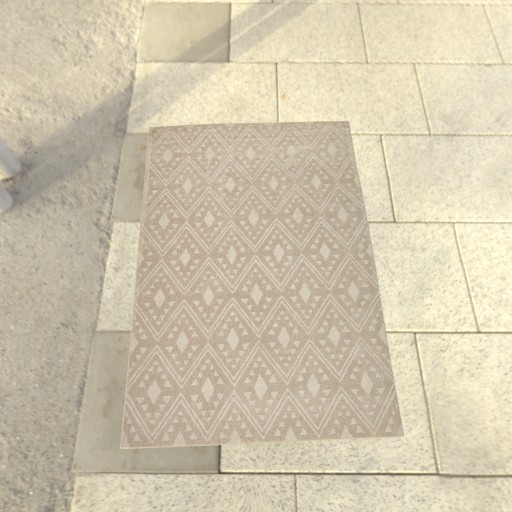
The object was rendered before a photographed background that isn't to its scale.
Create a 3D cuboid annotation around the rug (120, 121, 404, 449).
[{"bbox_3d":[0.000,0.000,2.346,1.252,0.034,1.829,-2,64,-1],"label":"rug"}]
